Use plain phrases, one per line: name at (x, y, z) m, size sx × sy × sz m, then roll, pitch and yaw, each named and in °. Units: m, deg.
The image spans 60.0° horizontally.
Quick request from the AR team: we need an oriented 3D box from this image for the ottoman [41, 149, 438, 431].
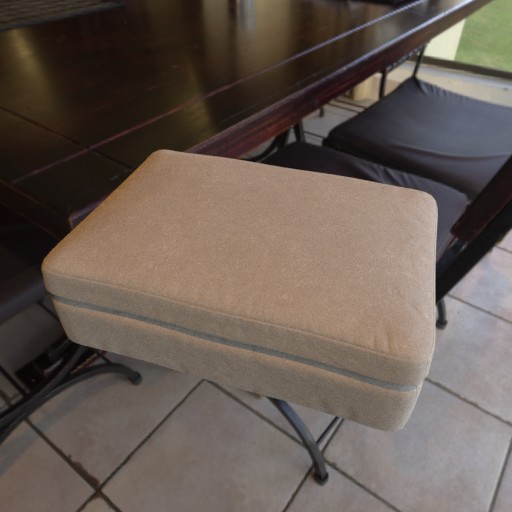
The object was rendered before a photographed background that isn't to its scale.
ottoman at (0.000, 0.000, 1.596) m, size 1.199 × 0.429 × 0.840 m, roll 12°, pitch 42°, yaw 13°
